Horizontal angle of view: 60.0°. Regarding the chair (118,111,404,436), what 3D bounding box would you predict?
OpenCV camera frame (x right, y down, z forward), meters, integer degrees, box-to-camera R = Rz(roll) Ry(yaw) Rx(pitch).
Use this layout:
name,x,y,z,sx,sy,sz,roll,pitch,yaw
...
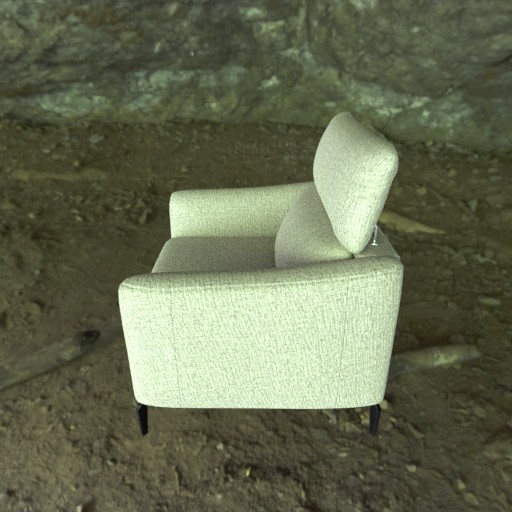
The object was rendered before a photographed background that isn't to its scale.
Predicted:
name,x,y,z,sx,sy,sz,roll,pitch,yaw
chair,0.000,0.000,1.681,0.835,0.967,0.972,0,25,0
